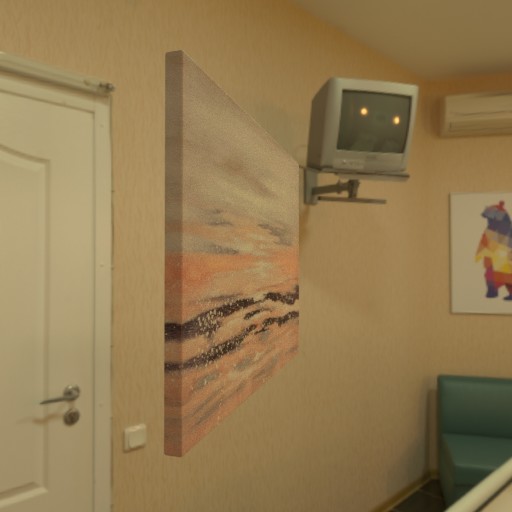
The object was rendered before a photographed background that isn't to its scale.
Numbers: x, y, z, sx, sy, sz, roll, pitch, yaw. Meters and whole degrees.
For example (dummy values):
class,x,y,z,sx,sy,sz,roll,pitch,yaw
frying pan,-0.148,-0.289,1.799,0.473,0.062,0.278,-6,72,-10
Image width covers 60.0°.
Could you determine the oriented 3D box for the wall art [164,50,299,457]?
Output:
class,x,y,z,sx,sy,sz,roll,pitch,yaw
wall art,0.000,0.000,1.313,0.038,0.763,1.015,0,-1,18
